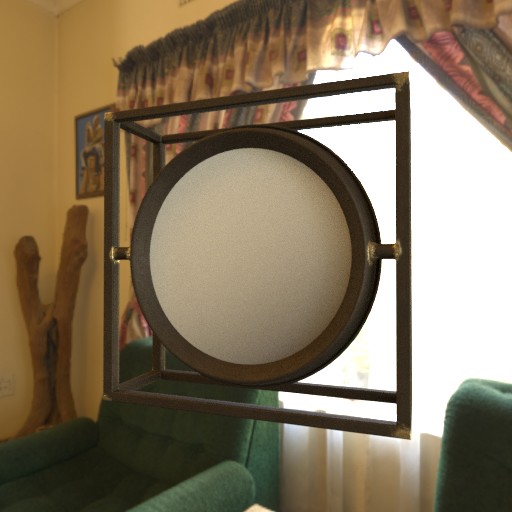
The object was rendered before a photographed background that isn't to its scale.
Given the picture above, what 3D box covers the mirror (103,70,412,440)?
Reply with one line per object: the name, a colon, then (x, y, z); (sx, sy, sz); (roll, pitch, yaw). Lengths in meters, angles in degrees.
mirror: (0.000, 0.000, 0.463); (0.306, 0.303, 0.107); (0, -1, 20)
